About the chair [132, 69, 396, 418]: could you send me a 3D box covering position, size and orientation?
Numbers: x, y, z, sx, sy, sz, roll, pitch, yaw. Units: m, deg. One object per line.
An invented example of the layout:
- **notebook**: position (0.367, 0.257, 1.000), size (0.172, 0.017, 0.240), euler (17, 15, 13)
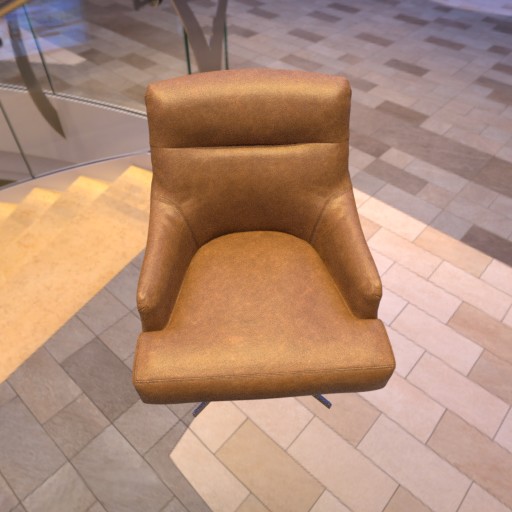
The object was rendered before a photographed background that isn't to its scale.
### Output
- **chair**: position (0.000, 0.000, 1.448), size (0.729, 0.869, 0.874), euler (-3, 47, -3)
